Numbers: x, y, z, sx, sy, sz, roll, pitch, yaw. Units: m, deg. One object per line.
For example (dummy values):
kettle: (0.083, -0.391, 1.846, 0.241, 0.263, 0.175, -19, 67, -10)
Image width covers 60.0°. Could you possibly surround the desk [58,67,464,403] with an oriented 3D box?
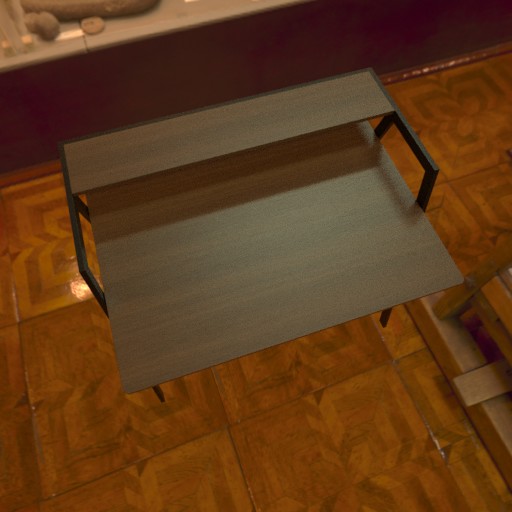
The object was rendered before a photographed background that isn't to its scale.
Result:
desk: (0.000, 0.000, 1.833, 1.143, 0.998, 0.936, -17, 63, -9)
